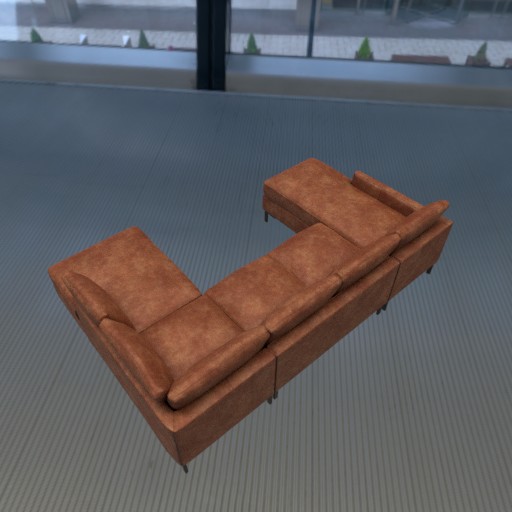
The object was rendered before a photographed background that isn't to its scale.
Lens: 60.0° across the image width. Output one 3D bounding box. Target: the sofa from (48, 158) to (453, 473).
[{"bbox_3d":[0.000,0.000,3.876,2.956,0.900,1.939,-31,53,-27],"label":"sofa"}]
